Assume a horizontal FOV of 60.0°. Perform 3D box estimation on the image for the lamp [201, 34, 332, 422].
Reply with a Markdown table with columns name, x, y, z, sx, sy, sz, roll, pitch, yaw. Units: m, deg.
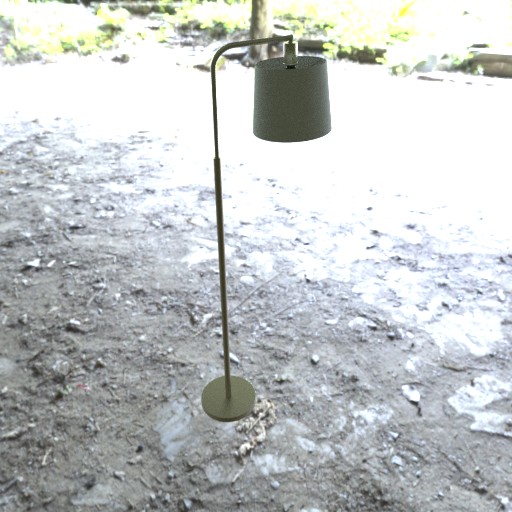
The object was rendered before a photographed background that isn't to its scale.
| name | x | y | z | sx | sy | sz | roll | pitch | yaw |
| --- | --- | --- | --- | --- | --- | --- | --- | --- | --- |
| lamp | 0.000 | 0.000 | 1.655 | 0.508 | 1.478 | 0.254 | -11 | 33 | -17 |
